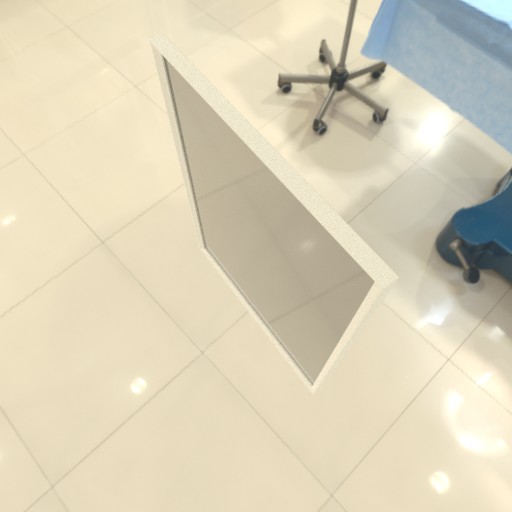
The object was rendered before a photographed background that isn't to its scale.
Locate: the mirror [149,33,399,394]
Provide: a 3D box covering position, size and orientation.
[{"bbox_3d":[0.000,0.000,1.327,0.041,1.016,0.762,-33,68,-16],"label":"mirror"}]
